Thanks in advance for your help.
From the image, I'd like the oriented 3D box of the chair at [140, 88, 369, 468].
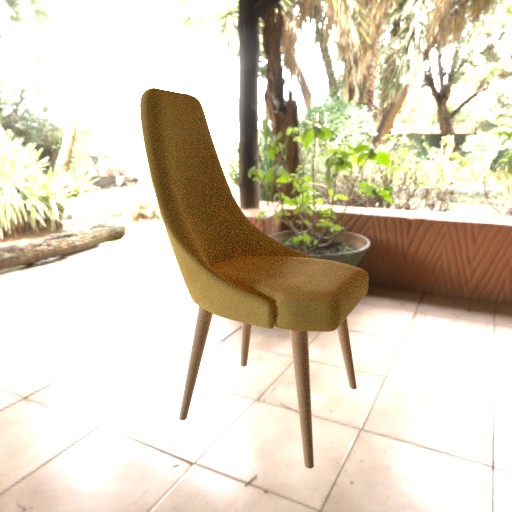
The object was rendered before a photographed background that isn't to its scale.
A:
[{"bbox_3d":[0.000,0.000,1.430,0.660,1.040,0.510,7,15,26],"label":"chair"}]
